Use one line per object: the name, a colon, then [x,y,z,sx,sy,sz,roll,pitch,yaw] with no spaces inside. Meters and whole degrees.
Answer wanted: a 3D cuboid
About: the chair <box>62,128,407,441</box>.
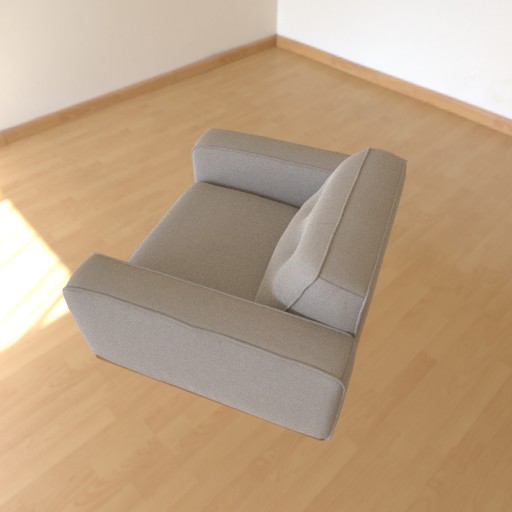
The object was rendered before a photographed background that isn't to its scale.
chair: [0.000,0.000,1.770,0.953,0.779,1.115,16,48,15]
